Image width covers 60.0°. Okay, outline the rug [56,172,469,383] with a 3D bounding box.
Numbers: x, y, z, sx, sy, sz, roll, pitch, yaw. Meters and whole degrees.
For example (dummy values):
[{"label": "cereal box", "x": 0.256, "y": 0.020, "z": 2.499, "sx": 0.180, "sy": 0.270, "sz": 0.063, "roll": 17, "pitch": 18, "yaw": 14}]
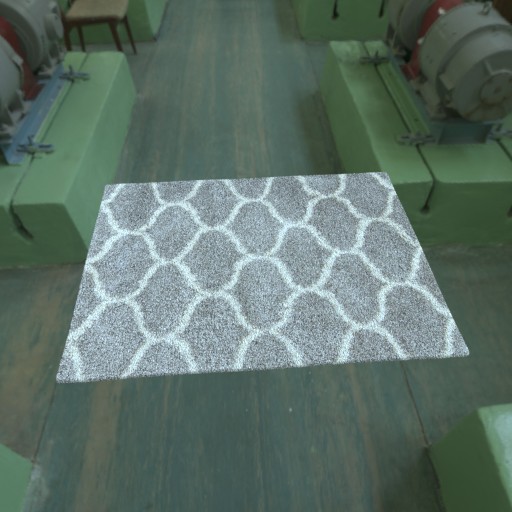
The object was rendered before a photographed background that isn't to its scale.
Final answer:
[{"label": "rug", "x": 0.000, "y": 0.000, "z": 2.111, "sx": 1.600, "sy": 0.025, "sz": 1.200, "roll": -3, "pitch": 47, "yaw": -3}]
